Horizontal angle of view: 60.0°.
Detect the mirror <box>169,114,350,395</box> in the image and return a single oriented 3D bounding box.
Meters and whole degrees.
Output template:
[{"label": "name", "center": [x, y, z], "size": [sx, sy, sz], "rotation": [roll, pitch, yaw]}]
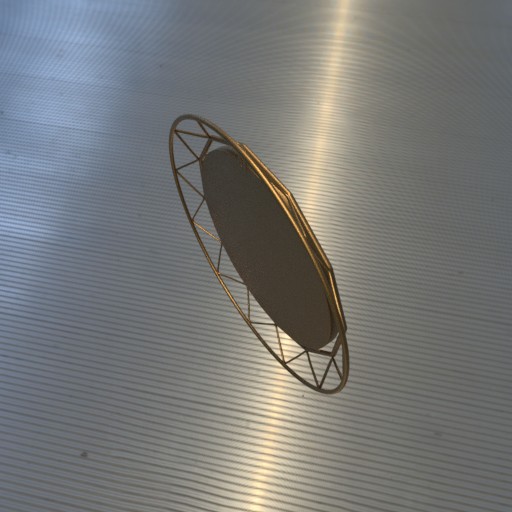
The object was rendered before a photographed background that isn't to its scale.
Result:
[{"label": "mirror", "center": [0.000, 0.000, 0.673], "size": [0.043, 0.454, 0.454], "rotation": [-30, 62, -18]}]
